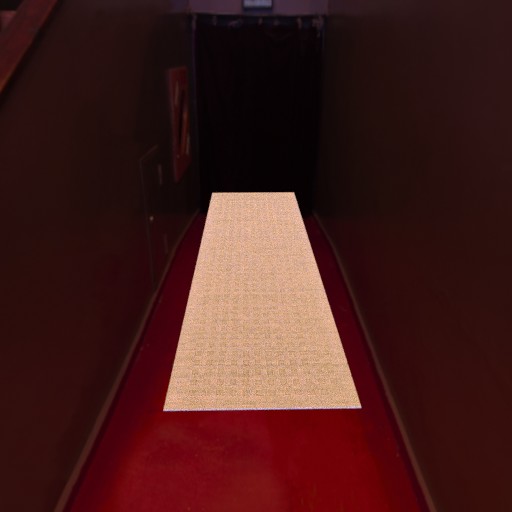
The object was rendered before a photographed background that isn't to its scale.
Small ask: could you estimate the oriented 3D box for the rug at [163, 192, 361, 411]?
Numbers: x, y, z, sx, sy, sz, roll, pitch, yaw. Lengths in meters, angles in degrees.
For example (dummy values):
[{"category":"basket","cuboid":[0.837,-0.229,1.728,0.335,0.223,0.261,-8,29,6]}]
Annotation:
[{"category":"rug","cuboid":[0.000,0.000,2.633,0.686,0.006,2.437,0,26,-1]}]
